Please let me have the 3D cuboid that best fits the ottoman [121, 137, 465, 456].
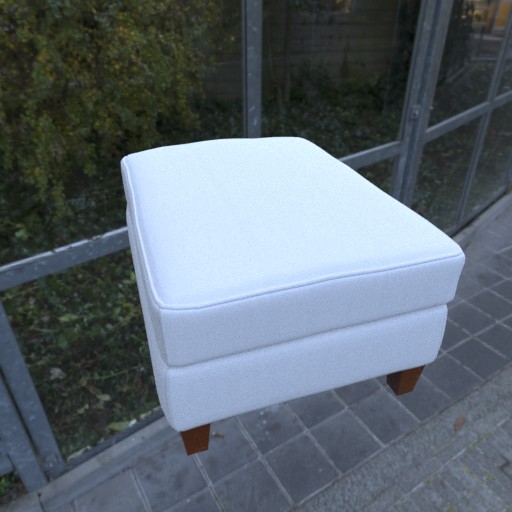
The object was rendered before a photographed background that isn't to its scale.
[{"bbox_3d":[0.000,0.000,1.199,0.634,0.479,0.818,-10,33,-16],"label":"ottoman"}]
